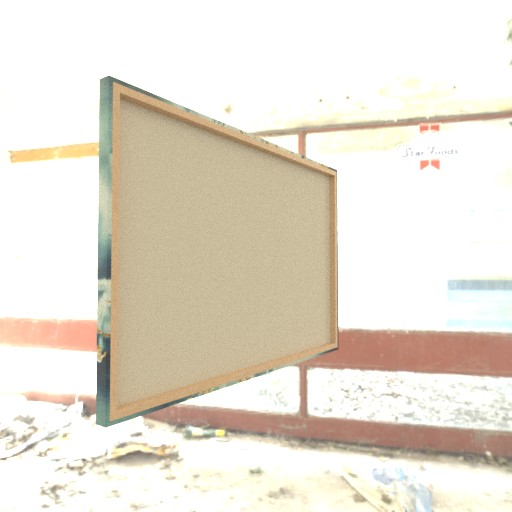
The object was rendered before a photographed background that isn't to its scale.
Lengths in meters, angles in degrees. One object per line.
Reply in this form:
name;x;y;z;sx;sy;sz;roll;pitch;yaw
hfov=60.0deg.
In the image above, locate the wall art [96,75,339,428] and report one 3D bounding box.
wall art;0.000;0.000;1.424;0.035;0.759;1.138;-1;-2;36
